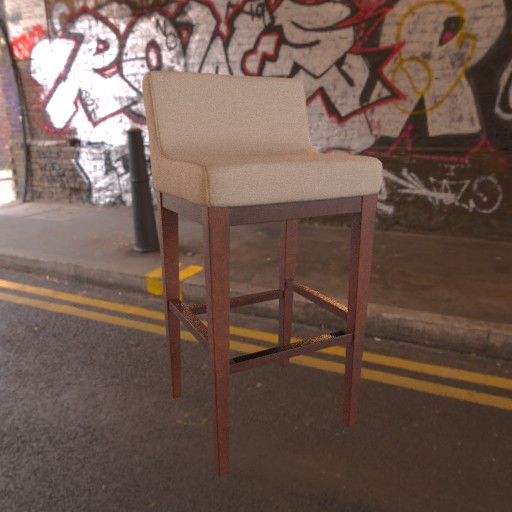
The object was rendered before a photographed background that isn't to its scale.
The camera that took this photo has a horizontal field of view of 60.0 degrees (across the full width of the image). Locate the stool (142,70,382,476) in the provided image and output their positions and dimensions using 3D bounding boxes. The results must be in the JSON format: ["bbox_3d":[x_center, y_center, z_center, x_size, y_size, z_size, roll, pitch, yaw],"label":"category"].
[{"bbox_3d":[0.000,0.000,1.313,0.511,1.037,0.500,-8,18,-27],"label":"stool"}]
